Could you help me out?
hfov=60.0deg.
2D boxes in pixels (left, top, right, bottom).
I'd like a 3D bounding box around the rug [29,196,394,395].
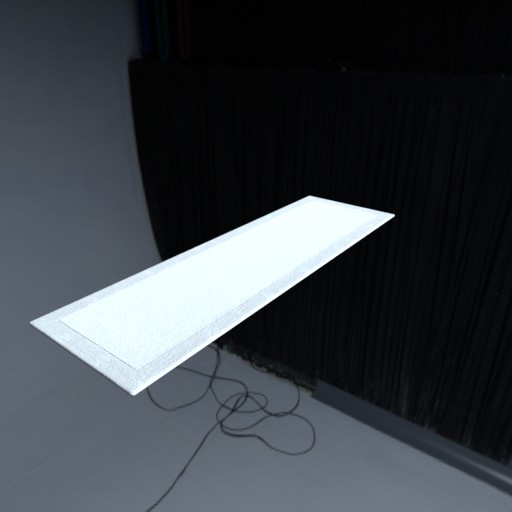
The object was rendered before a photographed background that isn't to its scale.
[{"bbox_3d":[0.000,0.000,2.693,0.759,0.012,2.430,19,31,34],"label":"rug"}]
